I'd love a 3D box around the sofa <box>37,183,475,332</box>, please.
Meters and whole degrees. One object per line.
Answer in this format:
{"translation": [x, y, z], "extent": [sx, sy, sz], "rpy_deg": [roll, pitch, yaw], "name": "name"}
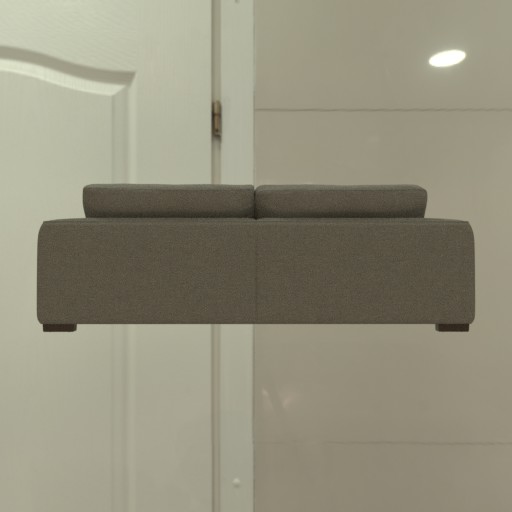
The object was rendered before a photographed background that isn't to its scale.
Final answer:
{"translation": [0.000, 0.000, 2.788], "extent": [2.262, 0.801, 1.070], "rpy_deg": [0, -1, 0], "name": "sofa"}
